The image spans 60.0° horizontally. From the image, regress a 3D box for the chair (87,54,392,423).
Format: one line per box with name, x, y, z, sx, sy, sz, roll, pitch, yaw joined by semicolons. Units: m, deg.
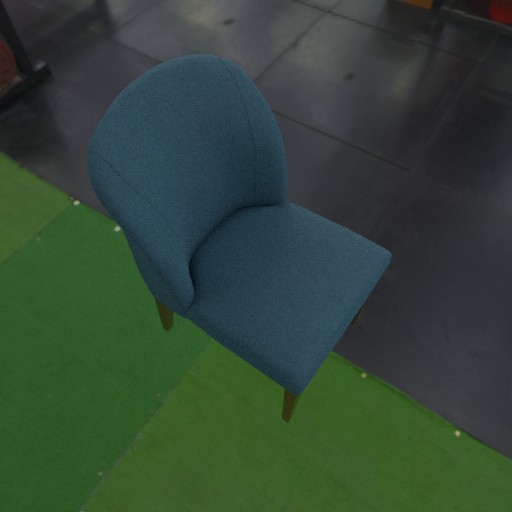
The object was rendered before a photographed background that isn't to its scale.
chair;0.000;0.000;1.226;0.620;0.879;0.507;32;63;19
